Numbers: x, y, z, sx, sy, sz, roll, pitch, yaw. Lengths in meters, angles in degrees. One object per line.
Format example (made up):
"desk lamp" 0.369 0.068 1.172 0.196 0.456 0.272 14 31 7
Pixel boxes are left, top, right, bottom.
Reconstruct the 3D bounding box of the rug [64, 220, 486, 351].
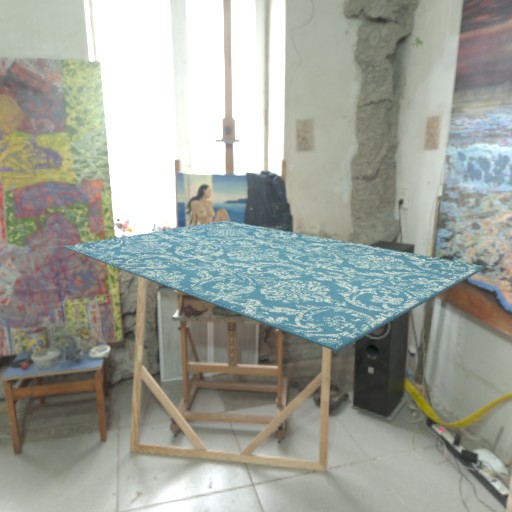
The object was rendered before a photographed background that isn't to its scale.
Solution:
"rug" 0.000 0.000 3.421 2.746 0.018 1.816 14 20 43
